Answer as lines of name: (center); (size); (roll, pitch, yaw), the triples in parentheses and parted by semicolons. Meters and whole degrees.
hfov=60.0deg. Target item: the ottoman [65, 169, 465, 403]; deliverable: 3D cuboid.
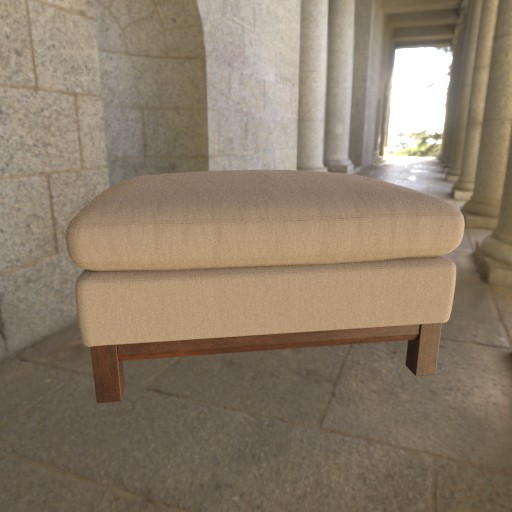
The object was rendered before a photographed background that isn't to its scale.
ottoman: (0.000, 0.000, 1.122); (0.771, 0.420, 0.606); (-2, 16, -8)
